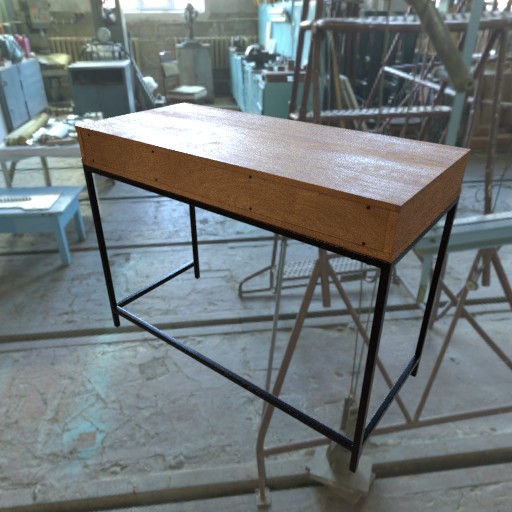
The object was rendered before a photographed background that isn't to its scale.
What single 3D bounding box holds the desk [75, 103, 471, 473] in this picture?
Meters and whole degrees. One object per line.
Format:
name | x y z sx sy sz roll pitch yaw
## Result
desk | 0.000 0.000 1.411 1.016 0.762 0.470 21 35 32
